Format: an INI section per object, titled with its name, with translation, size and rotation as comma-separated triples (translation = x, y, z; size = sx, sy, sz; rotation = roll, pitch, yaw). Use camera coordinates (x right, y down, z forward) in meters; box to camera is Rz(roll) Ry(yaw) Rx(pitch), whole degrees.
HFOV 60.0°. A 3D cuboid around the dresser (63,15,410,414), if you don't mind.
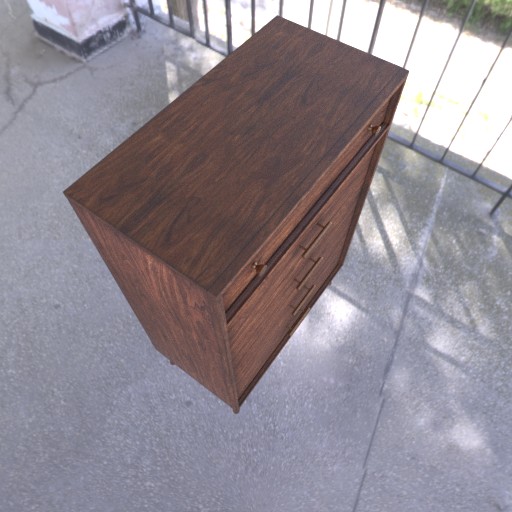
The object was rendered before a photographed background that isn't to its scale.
[dresser]
translation = 0.000, 0.000, 1.782
size = 0.498, 1.365, 0.919
rotation = 32, 64, 18
